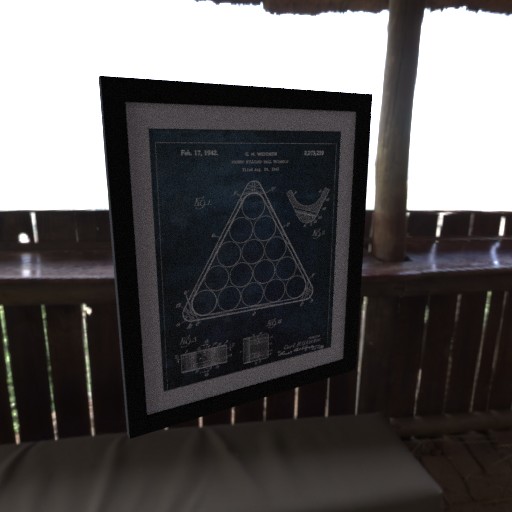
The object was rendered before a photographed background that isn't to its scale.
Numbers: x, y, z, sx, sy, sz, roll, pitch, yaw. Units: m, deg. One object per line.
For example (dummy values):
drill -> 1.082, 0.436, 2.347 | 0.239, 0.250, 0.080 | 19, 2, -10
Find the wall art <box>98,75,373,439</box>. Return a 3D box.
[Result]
wall art -> 0.000, 0.000, 0.502 | 0.311, 0.361, 0.010 | -8, 16, -28
